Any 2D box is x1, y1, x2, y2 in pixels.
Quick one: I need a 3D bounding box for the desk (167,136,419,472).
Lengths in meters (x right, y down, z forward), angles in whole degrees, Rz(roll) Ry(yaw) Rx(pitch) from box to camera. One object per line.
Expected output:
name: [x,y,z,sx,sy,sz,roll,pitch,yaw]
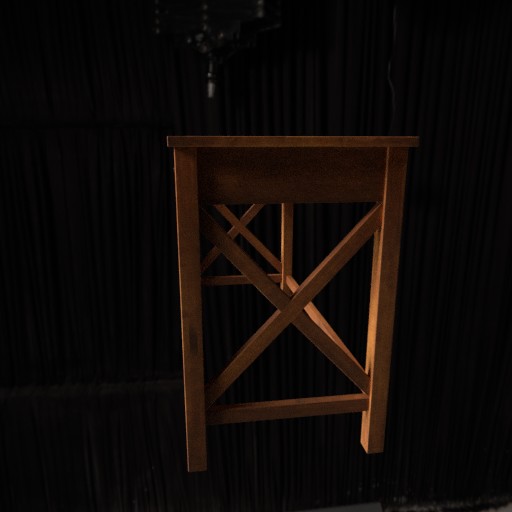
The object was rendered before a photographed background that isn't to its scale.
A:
desk: [0.000,0.000,1.495,0.508,0.762,1.117,-2,14,-8]
